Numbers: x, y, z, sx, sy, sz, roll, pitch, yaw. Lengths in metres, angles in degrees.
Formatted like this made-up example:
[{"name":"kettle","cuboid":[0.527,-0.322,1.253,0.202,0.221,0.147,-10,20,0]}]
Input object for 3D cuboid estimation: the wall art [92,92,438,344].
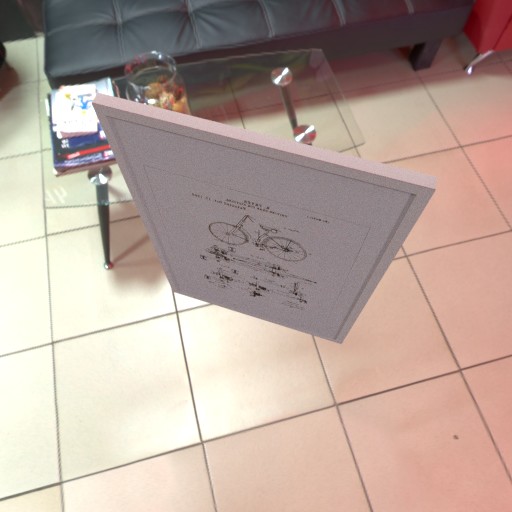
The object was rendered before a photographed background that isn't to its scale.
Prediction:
[{"name":"wall art","cuboid":[0.000,0.000,0.621,0.332,0.477,0.015,16,64,8]}]
